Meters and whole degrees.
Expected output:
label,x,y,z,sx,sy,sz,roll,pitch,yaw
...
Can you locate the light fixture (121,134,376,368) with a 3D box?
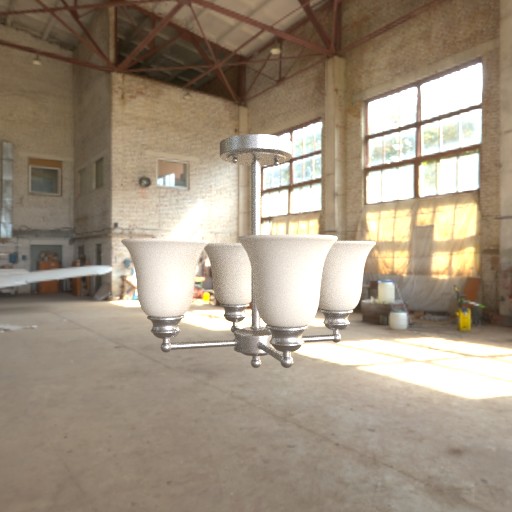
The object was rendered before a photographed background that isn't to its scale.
label,x,y,z,sx,sy,sz,roll,pitch,yaw
light fixture,0.000,0.000,0.734,0.427,0.370,0.427,0,-1,-16
